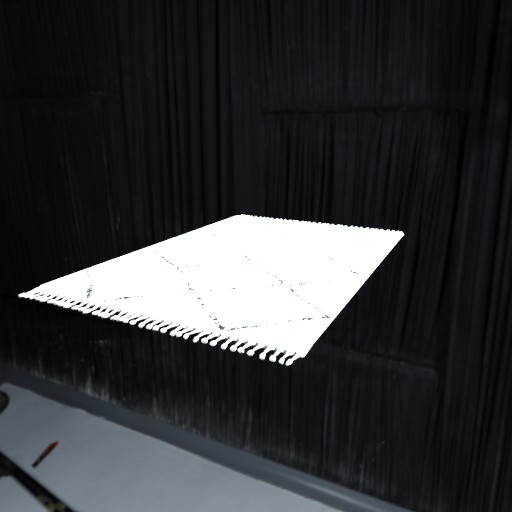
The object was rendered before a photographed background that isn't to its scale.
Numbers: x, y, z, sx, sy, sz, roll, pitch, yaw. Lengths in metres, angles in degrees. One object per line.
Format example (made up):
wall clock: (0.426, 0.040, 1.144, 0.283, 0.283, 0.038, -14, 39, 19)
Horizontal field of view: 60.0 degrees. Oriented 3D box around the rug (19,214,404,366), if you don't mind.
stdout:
rug: (0.000, 0.000, 2.871, 1.494, 0.031, 2.307, 8, 19, 26)
